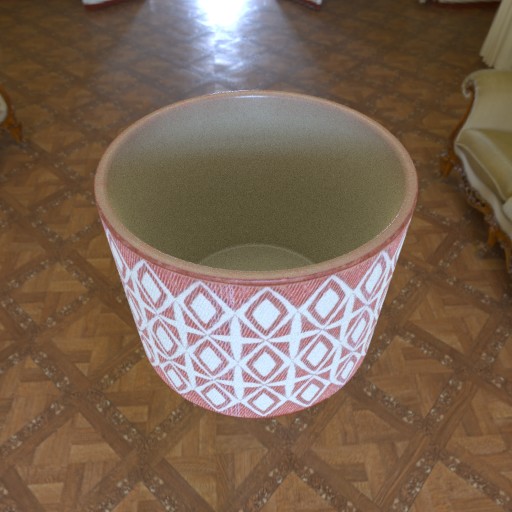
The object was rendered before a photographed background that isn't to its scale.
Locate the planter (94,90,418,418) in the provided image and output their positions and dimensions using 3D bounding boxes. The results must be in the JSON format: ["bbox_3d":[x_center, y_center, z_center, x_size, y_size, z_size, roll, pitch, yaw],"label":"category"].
[{"bbox_3d":[0.000,0.000,0.468,0.273,0.237,0.273,0,46,0],"label":"planter"}]
